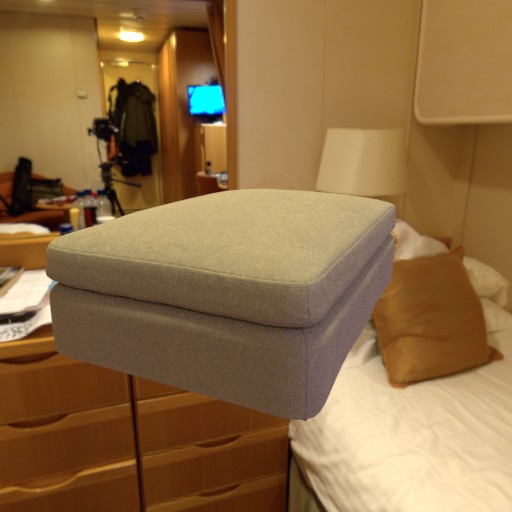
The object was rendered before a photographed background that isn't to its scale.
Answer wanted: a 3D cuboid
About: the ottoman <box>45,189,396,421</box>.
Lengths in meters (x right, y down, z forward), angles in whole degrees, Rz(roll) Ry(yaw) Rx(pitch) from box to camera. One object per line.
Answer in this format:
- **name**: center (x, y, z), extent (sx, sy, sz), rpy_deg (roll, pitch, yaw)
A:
- **ottoman**: center (0.000, 0.000, 1.629), extent (0.840, 0.429, 1.199), rpy_deg (7, 17, 24)
